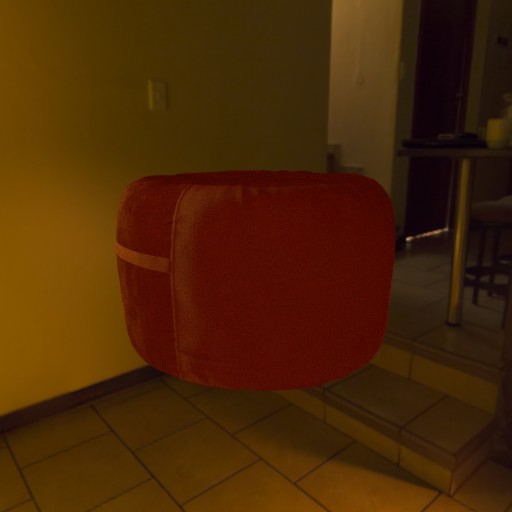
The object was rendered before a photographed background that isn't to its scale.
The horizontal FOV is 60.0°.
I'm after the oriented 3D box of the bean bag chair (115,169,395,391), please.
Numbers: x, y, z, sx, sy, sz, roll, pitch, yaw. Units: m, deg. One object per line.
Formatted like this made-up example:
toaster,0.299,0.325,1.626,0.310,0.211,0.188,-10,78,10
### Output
bean bag chair,0.000,0.000,2.045,1.219,0.762,1.219,0,13,0
